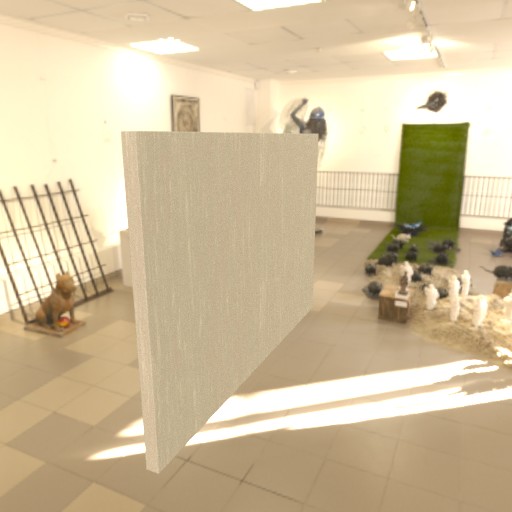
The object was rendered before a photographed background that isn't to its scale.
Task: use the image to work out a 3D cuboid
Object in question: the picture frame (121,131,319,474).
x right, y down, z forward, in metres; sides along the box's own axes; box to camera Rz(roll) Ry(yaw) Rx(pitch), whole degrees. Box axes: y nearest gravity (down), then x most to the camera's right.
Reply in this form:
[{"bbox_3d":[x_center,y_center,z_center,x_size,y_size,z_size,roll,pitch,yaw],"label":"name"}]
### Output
[{"bbox_3d":[0.000,0.000,1.196,0.029,0.640,0.950,7,17,24],"label":"picture frame"}]
